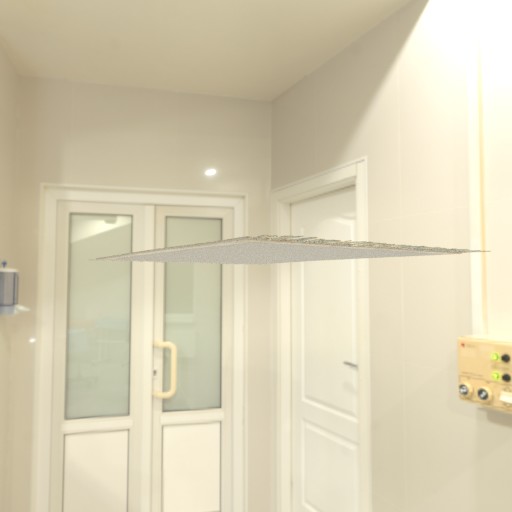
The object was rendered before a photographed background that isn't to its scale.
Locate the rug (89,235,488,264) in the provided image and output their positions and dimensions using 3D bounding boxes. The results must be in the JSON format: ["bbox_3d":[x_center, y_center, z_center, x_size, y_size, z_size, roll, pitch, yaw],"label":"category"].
[{"bbox_3d":[0.000,0.000,3.081,1.619,0.023,2.465,2,-4,-35],"label":"rug"}]
